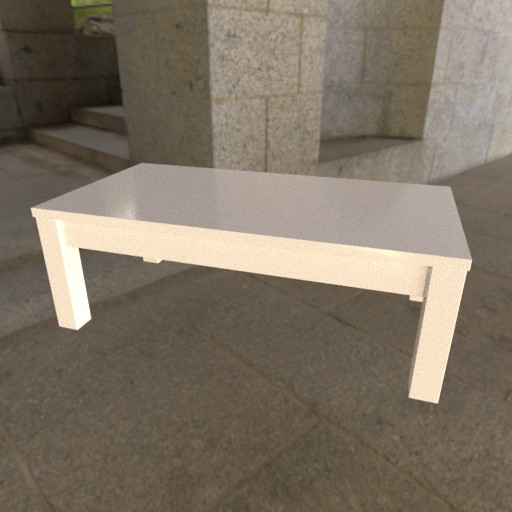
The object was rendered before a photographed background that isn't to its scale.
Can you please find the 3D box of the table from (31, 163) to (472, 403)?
[{"bbox_3d":[0.000,0.000,1.688,1.350,0.470,0.700,8,26,16],"label":"table"}]
